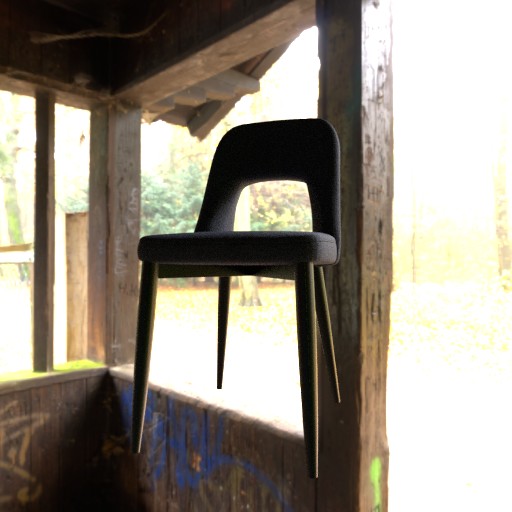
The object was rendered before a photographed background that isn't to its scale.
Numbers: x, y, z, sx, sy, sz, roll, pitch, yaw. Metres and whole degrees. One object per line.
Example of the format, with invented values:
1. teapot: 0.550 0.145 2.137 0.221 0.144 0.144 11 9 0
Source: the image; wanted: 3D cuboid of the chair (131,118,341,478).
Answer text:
1. chair: 0.000 0.000 1.258 0.470 0.931 0.612 0 0 16
